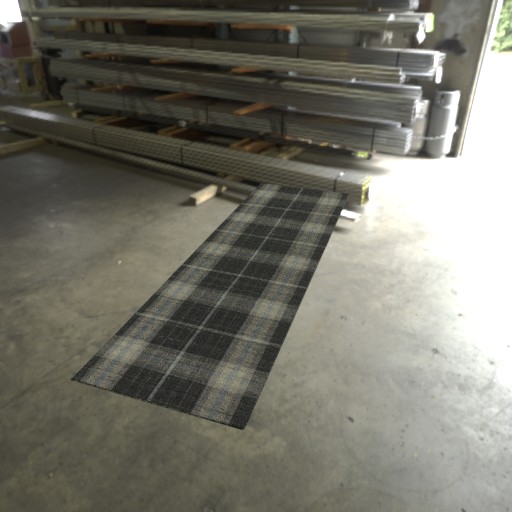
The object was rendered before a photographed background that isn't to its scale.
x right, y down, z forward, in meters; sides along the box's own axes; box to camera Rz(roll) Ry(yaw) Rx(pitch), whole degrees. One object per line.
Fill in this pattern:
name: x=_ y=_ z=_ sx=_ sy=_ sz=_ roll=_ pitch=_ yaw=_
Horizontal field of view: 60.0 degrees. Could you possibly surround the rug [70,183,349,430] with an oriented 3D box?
rug: x=0.000 y=0.000 z=2.697 sx=0.760 sy=0.012 sz=2.434 roll=10 pitch=31 yaw=17
